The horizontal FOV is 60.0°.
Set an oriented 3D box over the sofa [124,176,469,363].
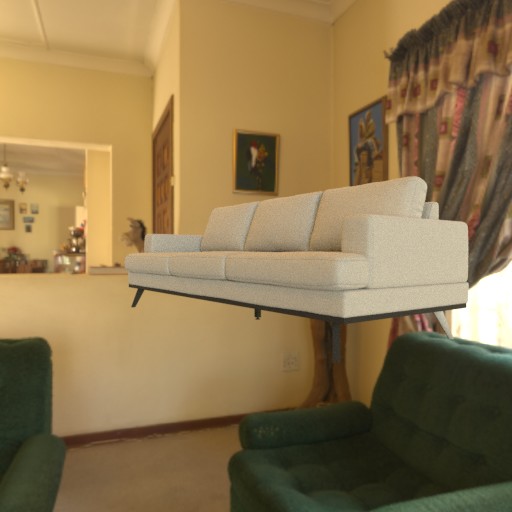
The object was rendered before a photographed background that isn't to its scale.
[{"bbox_3d":[0.000,0.000,2.833,0.920,0.810,2.310,0,0,-36],"label":"sofa"}]
